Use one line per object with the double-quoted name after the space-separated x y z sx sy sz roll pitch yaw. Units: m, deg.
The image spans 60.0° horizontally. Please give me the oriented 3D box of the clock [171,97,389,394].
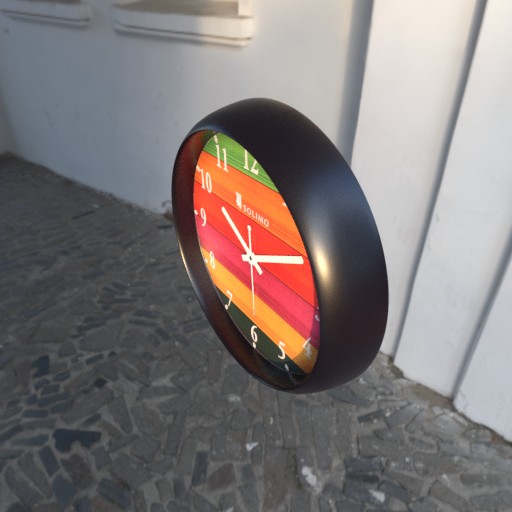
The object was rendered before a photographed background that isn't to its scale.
0.000 0.000 0.451 0.060 0.300 0.300 -21 39 -28 "clock"
